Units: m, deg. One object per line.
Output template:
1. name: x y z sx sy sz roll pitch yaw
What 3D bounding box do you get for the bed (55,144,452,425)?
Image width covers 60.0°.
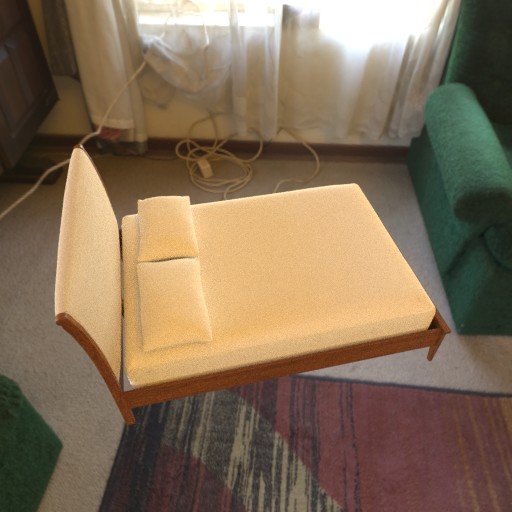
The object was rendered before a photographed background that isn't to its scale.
1. bed: 0.000 0.000 3.252 2.380 1.250 1.612 -9 47 -9
